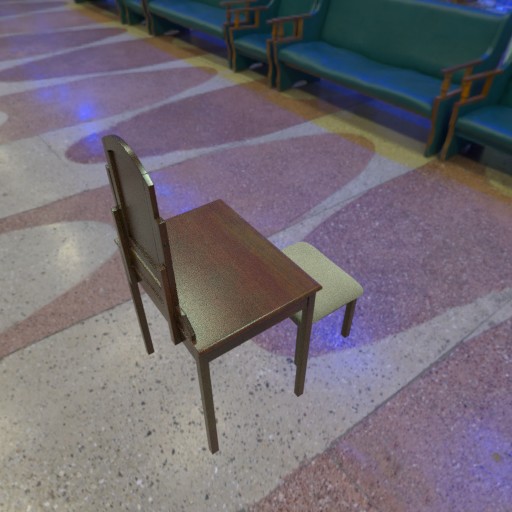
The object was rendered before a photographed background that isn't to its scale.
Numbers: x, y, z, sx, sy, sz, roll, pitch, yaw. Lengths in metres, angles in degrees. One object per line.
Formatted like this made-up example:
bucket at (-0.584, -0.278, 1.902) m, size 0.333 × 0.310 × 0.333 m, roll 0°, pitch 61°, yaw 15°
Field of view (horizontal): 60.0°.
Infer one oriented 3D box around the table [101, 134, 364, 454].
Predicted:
table at (0.000, 0.000, 2.316) m, size 1.211 × 1.631 × 0.876 m, roll -25°, pitch 47°, yaw -26°
